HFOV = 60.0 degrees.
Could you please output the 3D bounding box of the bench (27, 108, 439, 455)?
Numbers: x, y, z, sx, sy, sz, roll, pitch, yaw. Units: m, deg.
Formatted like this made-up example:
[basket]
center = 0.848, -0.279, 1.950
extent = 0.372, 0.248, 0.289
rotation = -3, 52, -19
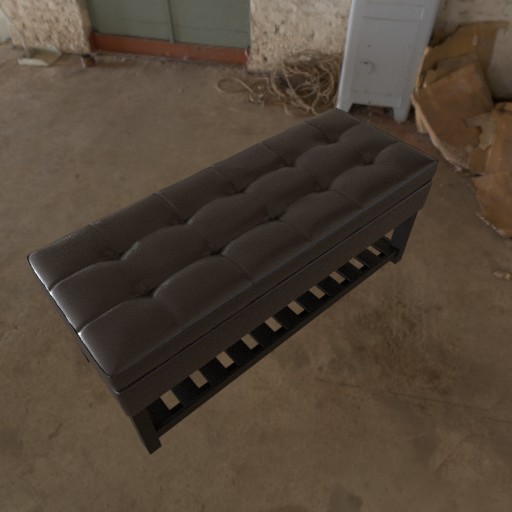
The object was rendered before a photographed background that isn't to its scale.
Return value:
[bench]
center = 0.000, 0.000, 1.344
extent = 1.105, 0.460, 0.432
rotation = -32, 55, -26
